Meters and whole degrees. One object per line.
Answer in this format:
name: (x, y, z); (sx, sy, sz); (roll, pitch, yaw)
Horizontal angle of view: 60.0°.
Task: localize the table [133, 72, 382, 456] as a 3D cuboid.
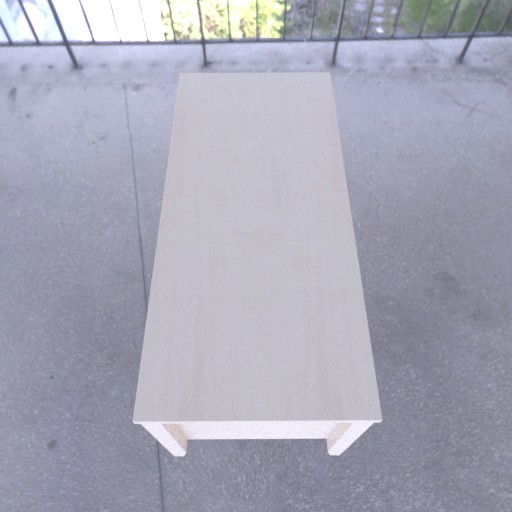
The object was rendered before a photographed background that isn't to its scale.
table: (0.000, 0.000, 1.284); (0.457, 0.483, 1.016); (0, 58, 0)
